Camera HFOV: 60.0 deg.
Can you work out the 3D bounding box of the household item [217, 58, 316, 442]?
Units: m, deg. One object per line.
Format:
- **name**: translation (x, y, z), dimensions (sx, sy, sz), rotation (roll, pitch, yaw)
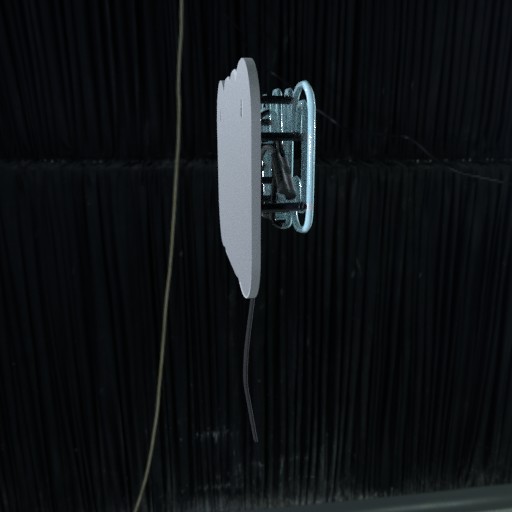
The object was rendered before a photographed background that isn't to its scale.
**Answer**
- **household item**: translation (0.000, 0.000, 0.381), dimensions (0.042, 0.294, 0.211), rotation (-3, 16, -10)
